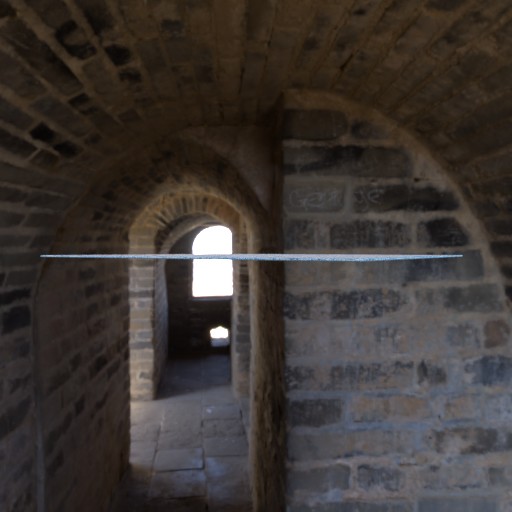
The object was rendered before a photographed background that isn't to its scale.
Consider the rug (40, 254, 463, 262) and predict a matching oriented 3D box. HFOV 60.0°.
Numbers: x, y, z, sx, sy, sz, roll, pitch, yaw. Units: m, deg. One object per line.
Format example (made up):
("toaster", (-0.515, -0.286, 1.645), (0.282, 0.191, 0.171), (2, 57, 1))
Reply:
("rug", (0.000, 0.000, 4.089), (3.050, 0.016, 2.441), (0, 1, 36))
